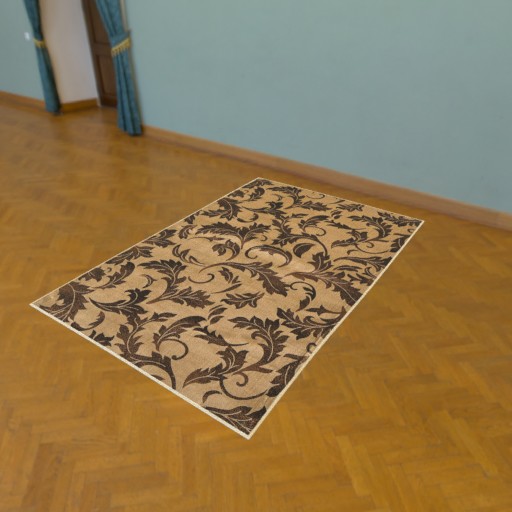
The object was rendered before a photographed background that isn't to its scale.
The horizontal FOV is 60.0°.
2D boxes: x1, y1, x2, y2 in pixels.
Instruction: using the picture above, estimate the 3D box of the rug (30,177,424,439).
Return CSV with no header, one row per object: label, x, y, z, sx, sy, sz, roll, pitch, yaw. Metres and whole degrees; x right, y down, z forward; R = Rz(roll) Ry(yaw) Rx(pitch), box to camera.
rug,0.000,0.000,2.912,1.522,0.008,2.284,20,37,29
